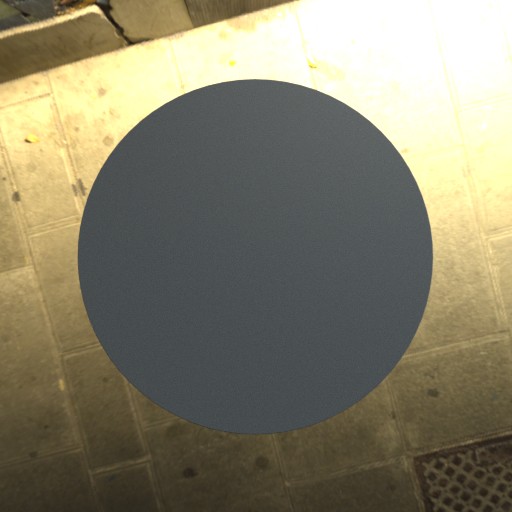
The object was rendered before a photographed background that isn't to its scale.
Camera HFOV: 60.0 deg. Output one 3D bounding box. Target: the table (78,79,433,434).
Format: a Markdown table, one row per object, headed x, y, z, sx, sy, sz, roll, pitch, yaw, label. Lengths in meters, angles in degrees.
| x | y | z | sx | sy | sz | roll | pitch | yaw | label |
| --- | --- | --- | --- | --- | --- | --- | --- | --- | --- |
| 0.000 | 0.000 | 0.949 | 0.600 | 0.405 | 0.600 | 0 | 91 | 1 | table |
